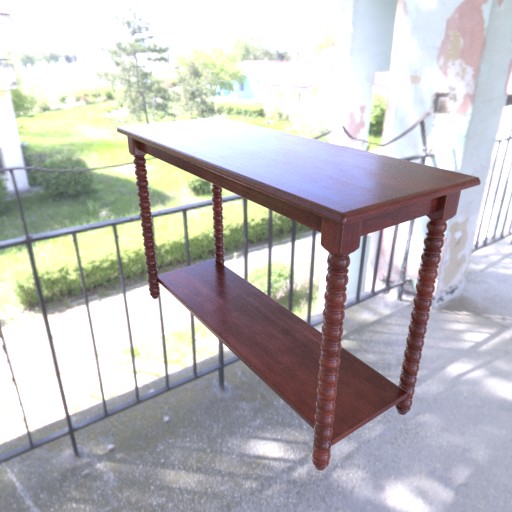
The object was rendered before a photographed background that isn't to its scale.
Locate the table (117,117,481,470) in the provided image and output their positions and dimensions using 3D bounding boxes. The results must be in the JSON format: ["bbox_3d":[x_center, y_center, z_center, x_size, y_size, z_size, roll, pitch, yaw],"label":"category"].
[{"bbox_3d":[0.000,0.000,1.503,0.459,0.740,1.184,-17,30,-31],"label":"table"}]
